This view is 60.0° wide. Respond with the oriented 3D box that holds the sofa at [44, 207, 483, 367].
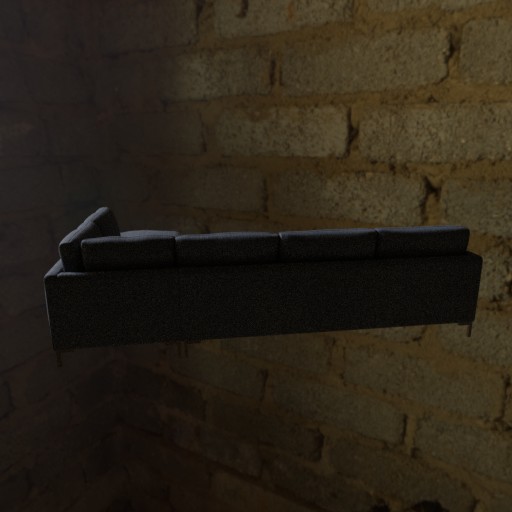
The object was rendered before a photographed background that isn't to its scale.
[{"bbox_3d":[0.000,0.000,3.858,2.949,0.815,2.007,-2,16,-8],"label":"sofa"}]
